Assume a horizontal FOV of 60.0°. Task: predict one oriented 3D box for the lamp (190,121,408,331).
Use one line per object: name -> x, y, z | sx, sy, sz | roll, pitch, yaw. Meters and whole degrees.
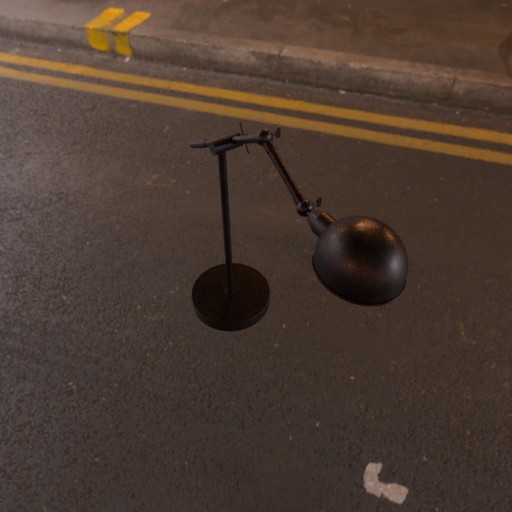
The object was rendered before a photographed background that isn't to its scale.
lamp -> 0.000, 0.000, 0.825 | 0.185, 0.495, 0.567 | -25, 51, -22
